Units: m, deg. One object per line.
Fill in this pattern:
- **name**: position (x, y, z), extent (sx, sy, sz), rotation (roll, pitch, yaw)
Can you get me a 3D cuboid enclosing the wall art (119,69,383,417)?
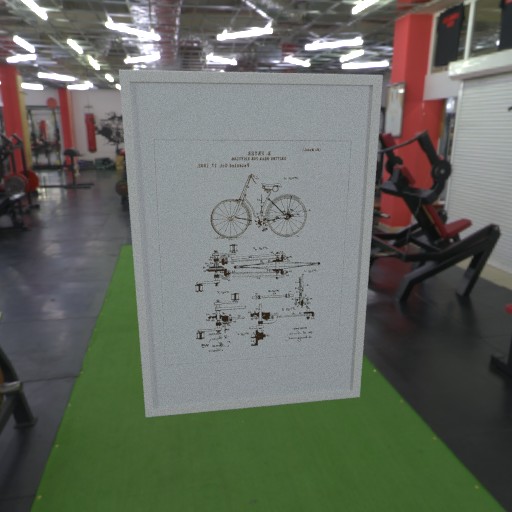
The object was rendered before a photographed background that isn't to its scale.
- **wall art**: position (0.000, 0.000, 0.622), extent (0.332, 0.477, 0.015), rotation (-2, 16, -9)
